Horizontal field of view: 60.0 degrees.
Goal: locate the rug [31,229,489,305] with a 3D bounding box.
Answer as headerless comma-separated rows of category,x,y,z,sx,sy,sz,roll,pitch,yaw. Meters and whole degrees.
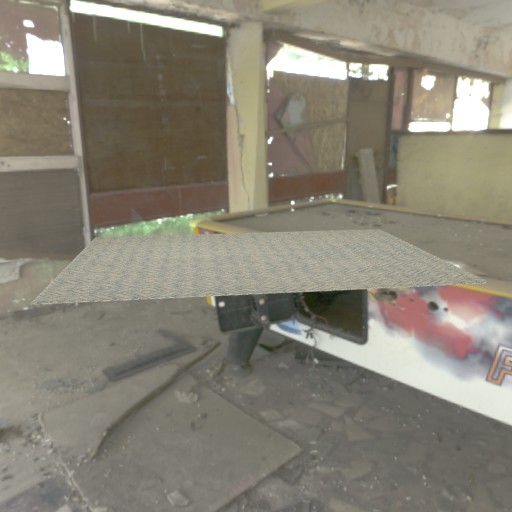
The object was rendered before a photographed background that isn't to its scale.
rug,0.000,0.000,3.063,2.441,0.008,1.526,-2,15,-8
